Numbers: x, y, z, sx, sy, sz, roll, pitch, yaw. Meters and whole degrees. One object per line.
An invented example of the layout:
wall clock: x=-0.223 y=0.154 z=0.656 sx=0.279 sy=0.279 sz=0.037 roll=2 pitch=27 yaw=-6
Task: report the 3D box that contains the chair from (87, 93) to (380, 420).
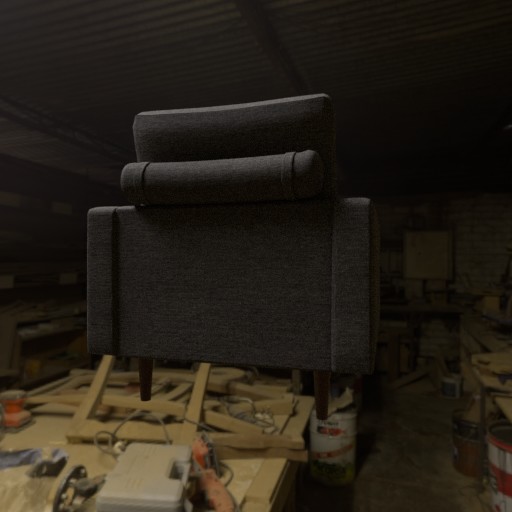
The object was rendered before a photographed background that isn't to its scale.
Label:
chair: x=0.000 y=0.000 z=1.541 sx=0.821 sy=0.880 sz=0.843 roll=0 pitch=0 yaw=16
